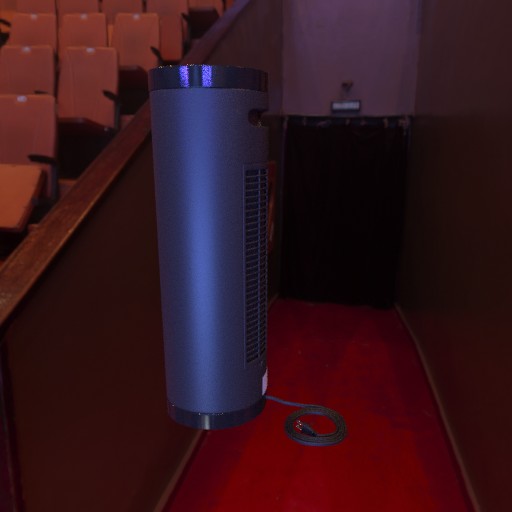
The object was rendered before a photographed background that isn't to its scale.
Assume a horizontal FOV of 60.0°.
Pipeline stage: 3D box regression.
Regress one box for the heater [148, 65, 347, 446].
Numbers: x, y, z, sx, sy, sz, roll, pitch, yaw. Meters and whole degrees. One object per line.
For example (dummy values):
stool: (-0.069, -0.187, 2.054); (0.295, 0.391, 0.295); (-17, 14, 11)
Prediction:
heater: (0.000, 0.000, 0.708); (0.312, 0.552, 0.174); (2, 15, 9)
